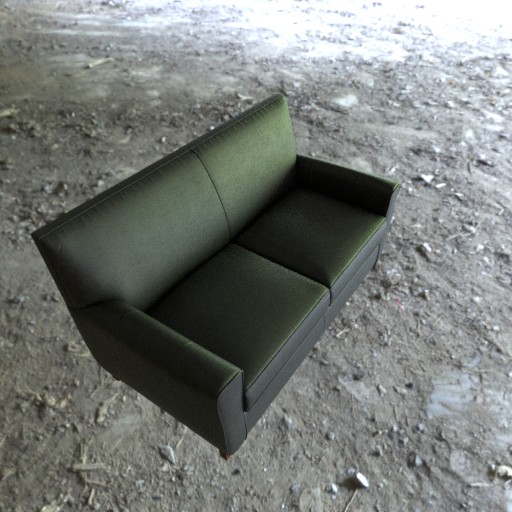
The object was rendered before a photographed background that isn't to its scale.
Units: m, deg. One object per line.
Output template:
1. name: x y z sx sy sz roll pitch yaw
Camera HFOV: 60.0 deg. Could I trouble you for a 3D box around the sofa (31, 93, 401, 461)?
1. sofa: 0.000 0.000 2.014 0.787 0.871 1.473 25 47 26
